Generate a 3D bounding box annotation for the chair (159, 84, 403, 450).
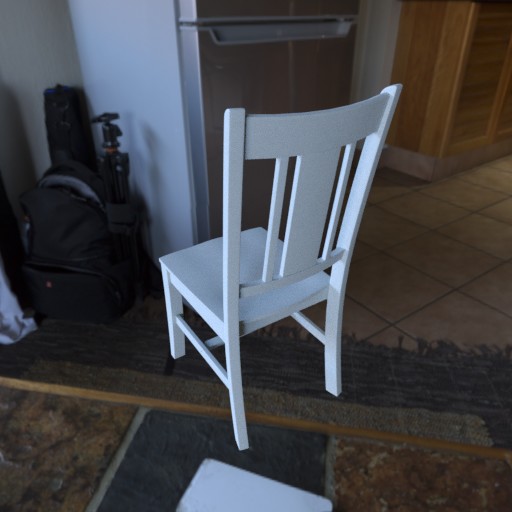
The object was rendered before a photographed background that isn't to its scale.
[{"bbox_3d":[0.000,0.000,1.319,0.450,0.998,0.555,-19,36,-28],"label":"chair"}]
